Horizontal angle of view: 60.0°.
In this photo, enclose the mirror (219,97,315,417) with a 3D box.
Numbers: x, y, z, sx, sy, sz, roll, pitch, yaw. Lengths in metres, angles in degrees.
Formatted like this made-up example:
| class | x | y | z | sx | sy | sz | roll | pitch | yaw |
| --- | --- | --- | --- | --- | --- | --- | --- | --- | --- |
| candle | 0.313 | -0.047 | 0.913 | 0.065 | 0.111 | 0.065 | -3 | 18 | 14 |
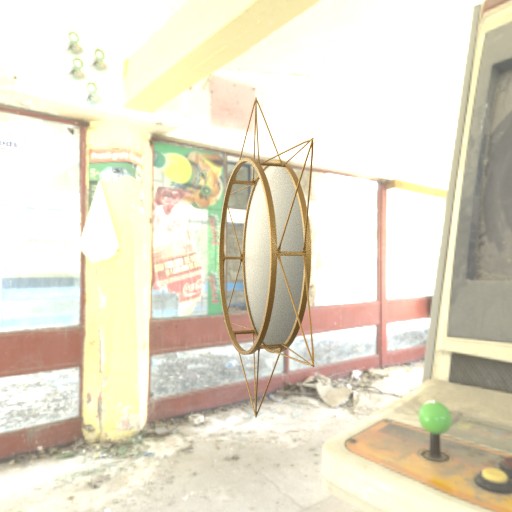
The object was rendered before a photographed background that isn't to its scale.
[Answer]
| class | x | y | z | sx | sy | sz | roll | pitch | yaw |
| --- | --- | --- | --- | --- | --- | --- | --- | --- | --- |
| mirror | 0.000 | 0.000 | 0.803 | 0.062 | 0.581 | 0.498 | 0 | -1 | -17 |
